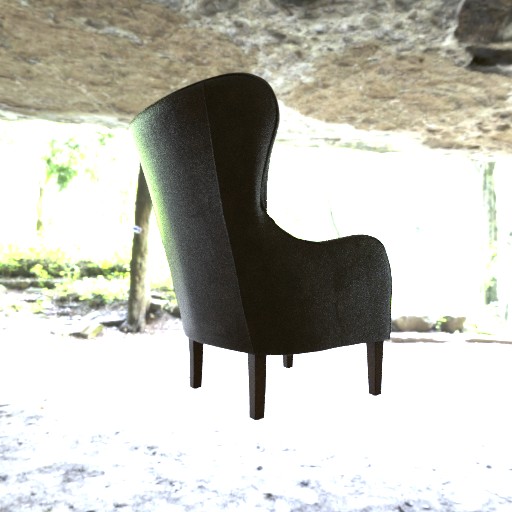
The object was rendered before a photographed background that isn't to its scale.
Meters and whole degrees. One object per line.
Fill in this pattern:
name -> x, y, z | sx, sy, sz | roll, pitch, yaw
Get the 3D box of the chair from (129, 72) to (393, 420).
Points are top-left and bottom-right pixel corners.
chair -> 0.000, 0.000, 1.674 | 0.914, 1.048, 0.692 | 0, -1, -35
